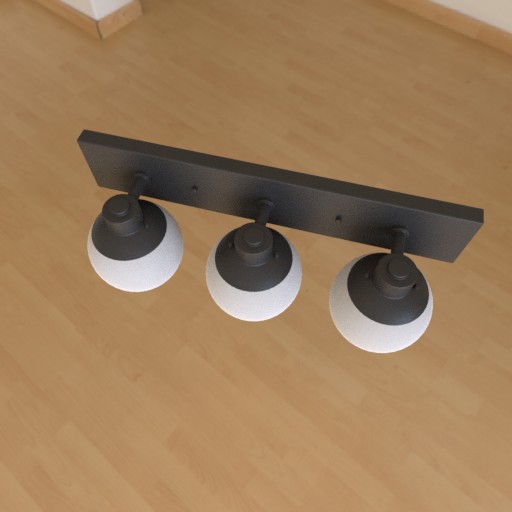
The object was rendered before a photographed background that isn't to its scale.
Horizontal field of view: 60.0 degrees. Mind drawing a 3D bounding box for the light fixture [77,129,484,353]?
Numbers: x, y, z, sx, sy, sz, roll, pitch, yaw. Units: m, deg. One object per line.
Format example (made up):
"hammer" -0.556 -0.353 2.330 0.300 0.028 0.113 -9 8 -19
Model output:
"light fixture" 0.000 0.000 0.837 0.721 0.263 0.218 13 60 7
